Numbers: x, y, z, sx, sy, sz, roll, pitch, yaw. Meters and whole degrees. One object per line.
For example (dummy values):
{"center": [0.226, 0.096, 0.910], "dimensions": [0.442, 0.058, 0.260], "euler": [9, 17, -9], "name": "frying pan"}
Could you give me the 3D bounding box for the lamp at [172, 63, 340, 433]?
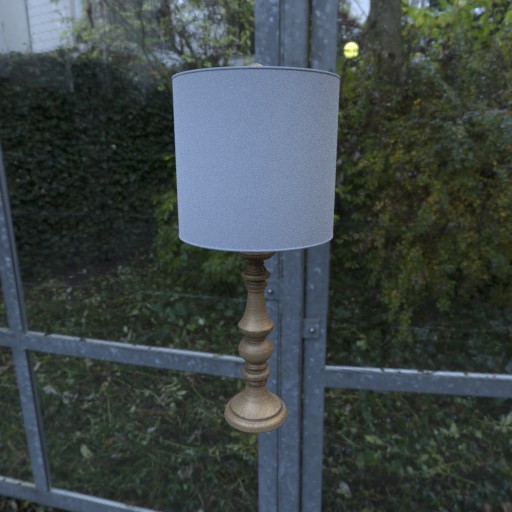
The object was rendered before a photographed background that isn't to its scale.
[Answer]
{"center": [0.000, 0.000, 0.740], "dimensions": [0.250, 0.597, 0.250], "euler": [7, 16, 26], "name": "lamp"}
